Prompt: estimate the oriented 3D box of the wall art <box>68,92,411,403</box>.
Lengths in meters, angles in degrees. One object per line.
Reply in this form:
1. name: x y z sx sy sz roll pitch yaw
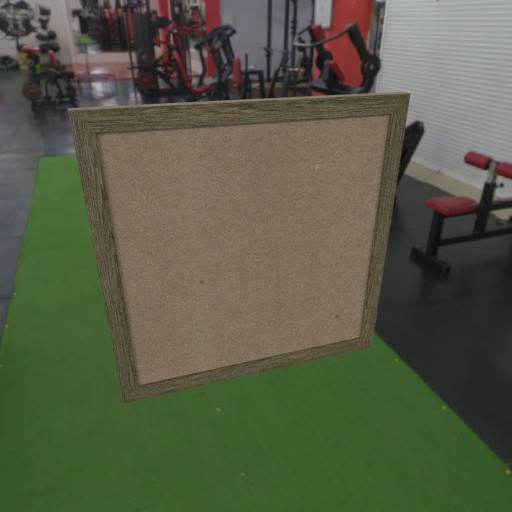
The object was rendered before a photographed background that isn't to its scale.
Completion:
1. wall art: 0.000 0.000 0.757 0.508 0.508 0.019 -9 29 -16
